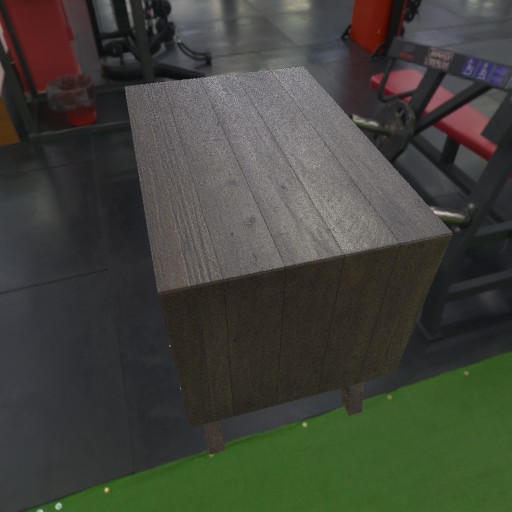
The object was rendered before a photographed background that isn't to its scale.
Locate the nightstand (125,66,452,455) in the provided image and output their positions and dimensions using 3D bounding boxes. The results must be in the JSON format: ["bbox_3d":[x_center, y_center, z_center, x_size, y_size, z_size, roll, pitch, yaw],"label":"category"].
[{"bbox_3d":[0.000,0.000,1.051,0.450,0.599,0.650,-11,46,-11],"label":"nightstand"}]
